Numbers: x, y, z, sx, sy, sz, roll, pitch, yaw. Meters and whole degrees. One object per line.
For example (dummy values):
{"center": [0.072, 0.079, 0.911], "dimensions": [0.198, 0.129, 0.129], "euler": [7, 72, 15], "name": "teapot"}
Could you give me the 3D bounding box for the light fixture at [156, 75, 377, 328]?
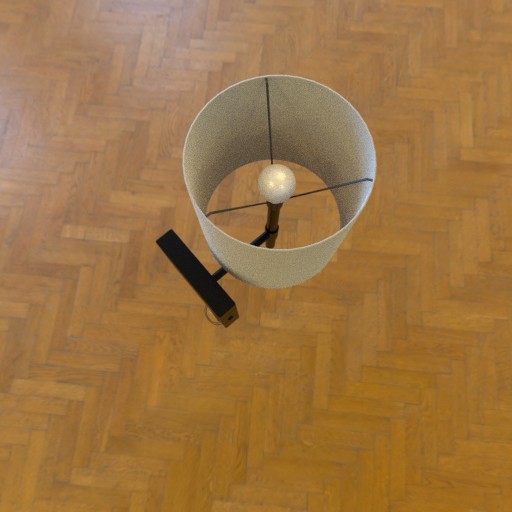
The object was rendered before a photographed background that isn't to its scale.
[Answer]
{"center": [0.000, 0.000, 0.709], "dimensions": [0.248, 0.589, 0.188], "euler": [-40, 79, -10], "name": "light fixture"}
